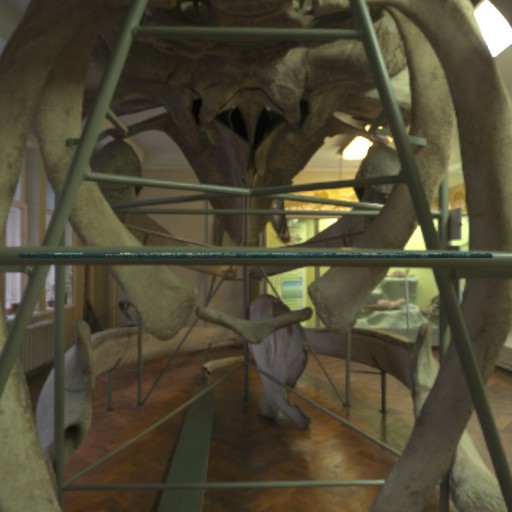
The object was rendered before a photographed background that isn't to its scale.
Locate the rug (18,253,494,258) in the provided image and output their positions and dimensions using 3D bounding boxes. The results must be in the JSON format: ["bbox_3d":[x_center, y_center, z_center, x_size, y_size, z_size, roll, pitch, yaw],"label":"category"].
[{"bbox_3d":[0.000,0.000,3.020,2.450,0.027,1.540,0,0,-1],"label":"rug"}]
